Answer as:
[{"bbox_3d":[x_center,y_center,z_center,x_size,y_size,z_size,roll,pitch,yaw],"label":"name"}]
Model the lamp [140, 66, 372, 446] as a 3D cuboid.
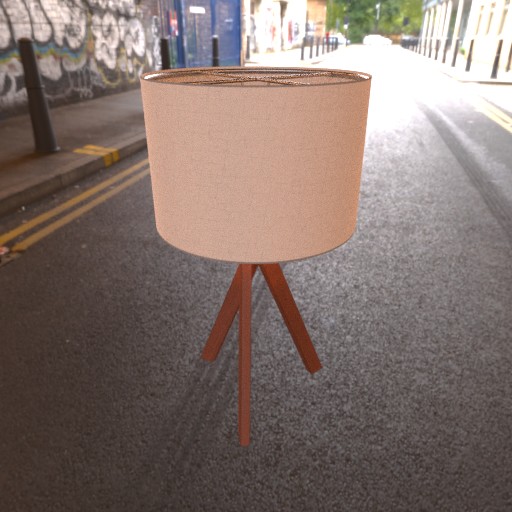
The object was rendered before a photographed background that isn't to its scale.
[{"bbox_3d":[0.000,0.000,0.899,0.380,0.686,0.380,-19,32,-32],"label":"lamp"}]
